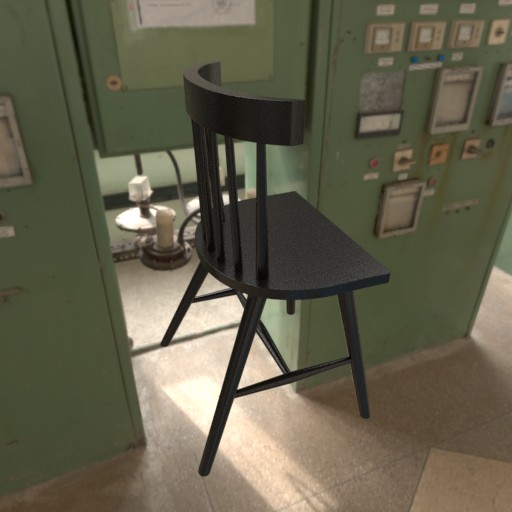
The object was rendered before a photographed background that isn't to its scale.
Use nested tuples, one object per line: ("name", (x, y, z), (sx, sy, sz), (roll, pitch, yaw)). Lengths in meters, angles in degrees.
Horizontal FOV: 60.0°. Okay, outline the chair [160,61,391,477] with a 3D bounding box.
("chair", (0.000, 0.000, 1.108), (0.483, 0.844, 0.506), (-11, 33, -18))
